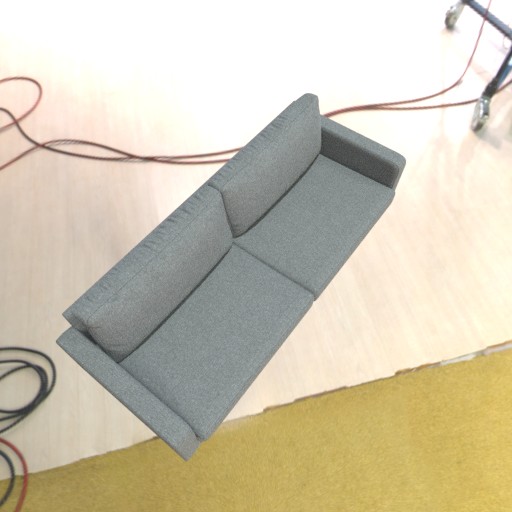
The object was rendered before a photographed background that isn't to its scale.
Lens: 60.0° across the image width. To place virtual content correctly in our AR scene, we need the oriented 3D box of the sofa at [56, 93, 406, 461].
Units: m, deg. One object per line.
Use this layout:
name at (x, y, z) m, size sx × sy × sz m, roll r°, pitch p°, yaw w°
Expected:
sofa at (0.000, 0.000, 2.685) m, size 0.880 × 0.880 × 2.200 m, roll 33°, pitch 64°, yaw 19°
